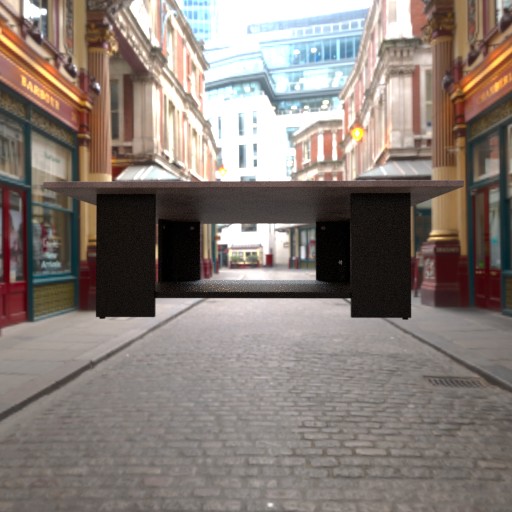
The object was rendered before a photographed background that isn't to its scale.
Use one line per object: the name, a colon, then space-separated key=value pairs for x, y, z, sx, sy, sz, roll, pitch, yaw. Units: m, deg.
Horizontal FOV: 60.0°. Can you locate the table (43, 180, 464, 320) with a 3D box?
table: x=0.000 y=0.000 z=1.379 sx=0.890 sy=0.305 sz=0.890 roll=0 pitch=-1 yaw=1
